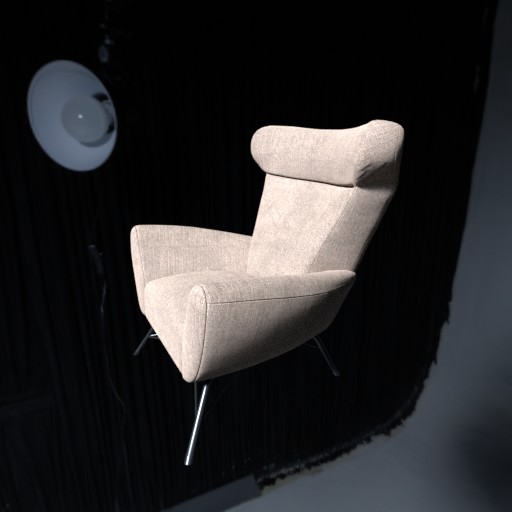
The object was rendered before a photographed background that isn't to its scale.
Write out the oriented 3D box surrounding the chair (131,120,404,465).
[{"bbox_3d":[0.000,0.000,1.793,0.900,1.040,0.980,-8,17,-25],"label":"chair"}]
